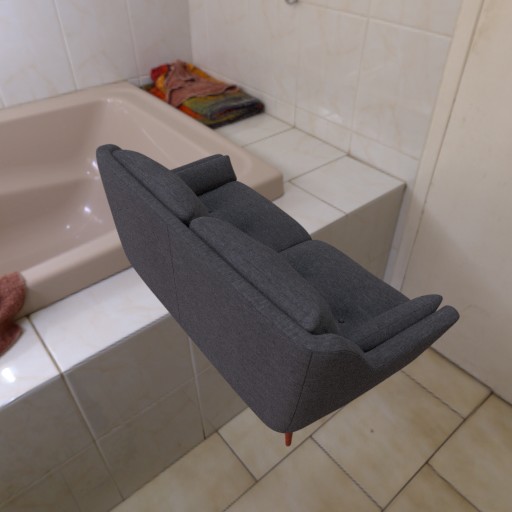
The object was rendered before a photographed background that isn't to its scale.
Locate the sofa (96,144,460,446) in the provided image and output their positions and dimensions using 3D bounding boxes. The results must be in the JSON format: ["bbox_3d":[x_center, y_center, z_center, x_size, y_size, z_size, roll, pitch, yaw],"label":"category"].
[{"bbox_3d":[0.000,0.000,2.418,0.975,0.896,1.929,-26,47,-28],"label":"sofa"}]
